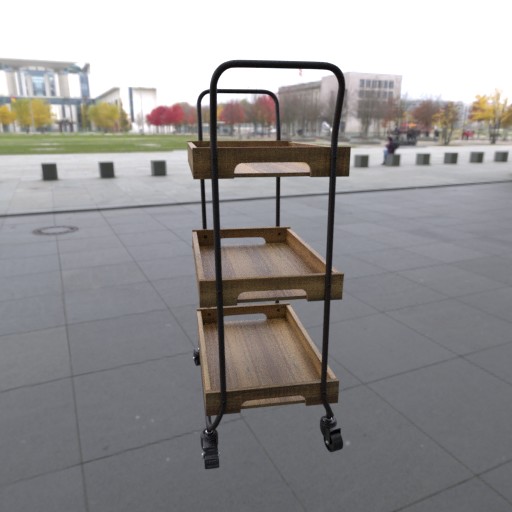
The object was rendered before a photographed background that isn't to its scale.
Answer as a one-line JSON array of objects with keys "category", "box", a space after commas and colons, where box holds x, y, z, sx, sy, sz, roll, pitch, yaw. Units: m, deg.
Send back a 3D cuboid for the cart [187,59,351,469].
[{"category": "cart", "box": [0.000, 0.000, 1.147, 0.339, 0.857, 0.583, -3, 16, -9]}]
